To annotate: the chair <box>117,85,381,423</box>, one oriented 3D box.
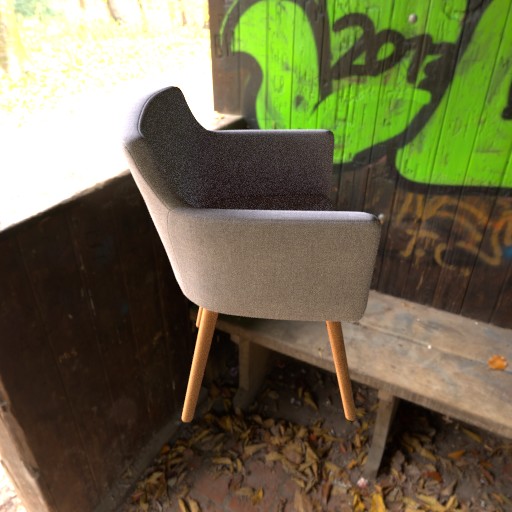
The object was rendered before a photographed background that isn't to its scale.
[{"bbox_3d":[0.000,0.000,1.141,0.540,0.780,0.570,0,32,0],"label":"chair"}]
